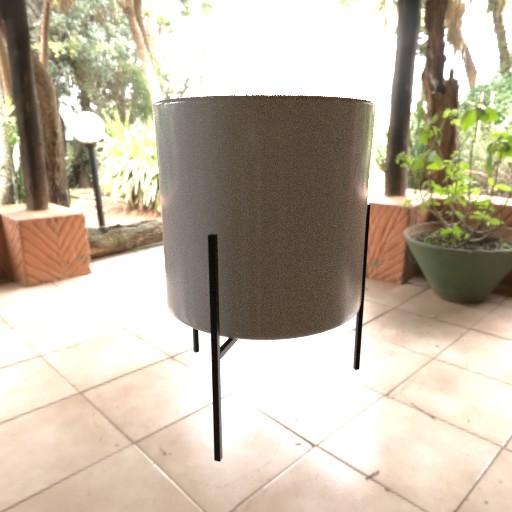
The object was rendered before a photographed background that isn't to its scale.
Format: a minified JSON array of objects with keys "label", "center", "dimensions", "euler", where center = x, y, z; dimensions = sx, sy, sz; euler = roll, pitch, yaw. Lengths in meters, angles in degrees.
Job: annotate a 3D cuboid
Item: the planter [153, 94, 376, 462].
[{"label":"planter","center":[0.000,0.000,0.741],"dimensions":[0.361,0.480,0.360],"euler":[15,21,43]}]
